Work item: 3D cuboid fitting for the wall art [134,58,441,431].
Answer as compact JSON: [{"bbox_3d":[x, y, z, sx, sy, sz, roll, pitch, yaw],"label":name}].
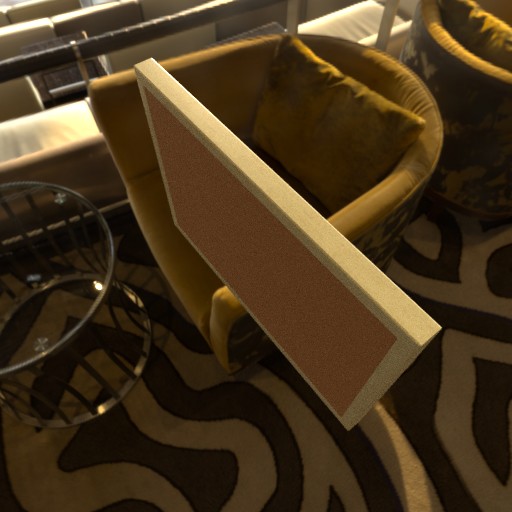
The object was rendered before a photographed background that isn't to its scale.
[{"bbox_3d":[0.000,0.000,0.686,0.032,0.381,0.533,-33,63,-19],"label":"wall art"}]
